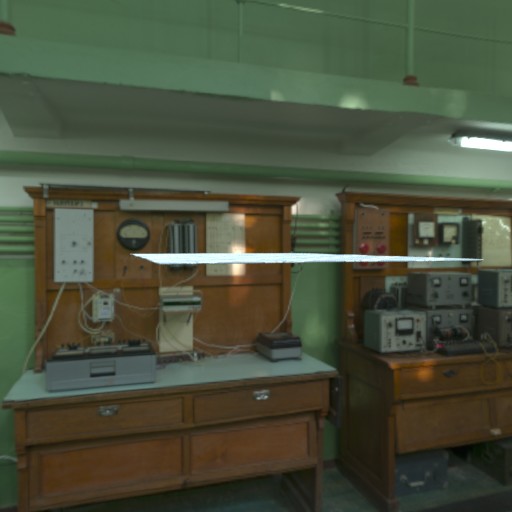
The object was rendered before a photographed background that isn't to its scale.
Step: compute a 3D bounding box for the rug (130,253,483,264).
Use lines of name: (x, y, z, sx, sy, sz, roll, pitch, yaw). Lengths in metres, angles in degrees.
rug: (0.000, 0.000, 2.225, 1.148, 0.010, 1.754, 0, 1, -18)
